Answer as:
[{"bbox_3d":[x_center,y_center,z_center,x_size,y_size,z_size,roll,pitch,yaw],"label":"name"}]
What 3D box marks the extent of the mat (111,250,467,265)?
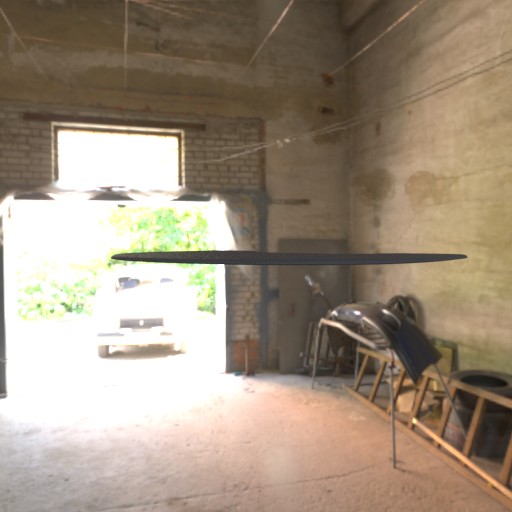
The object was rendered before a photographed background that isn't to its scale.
[{"bbox_3d":[0.000,0.000,1.585,1.220,0.016,0.917,1,2,37],"label":"mat"}]
